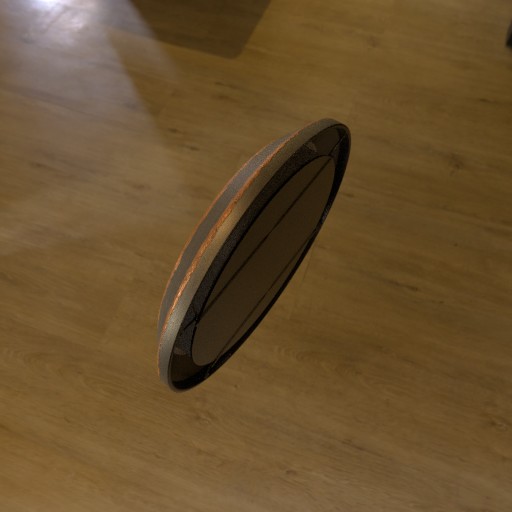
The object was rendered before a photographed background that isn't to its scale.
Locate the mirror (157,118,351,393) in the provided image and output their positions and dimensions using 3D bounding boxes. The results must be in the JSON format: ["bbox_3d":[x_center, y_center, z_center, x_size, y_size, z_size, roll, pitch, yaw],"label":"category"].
[{"bbox_3d":[0.000,0.000,1.355,0.111,0.907,0.907,33,68,15],"label":"mirror"}]
